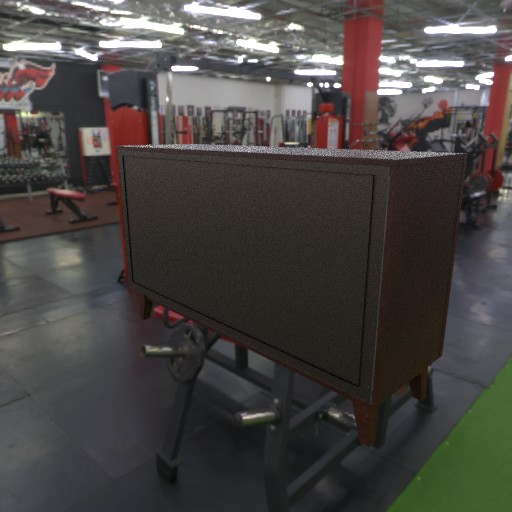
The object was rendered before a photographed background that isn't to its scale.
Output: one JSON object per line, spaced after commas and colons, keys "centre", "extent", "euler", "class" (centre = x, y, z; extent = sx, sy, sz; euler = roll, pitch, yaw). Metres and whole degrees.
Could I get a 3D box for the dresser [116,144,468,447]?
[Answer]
{"centre": [0.000, 0.000, 2.065], "extent": [0.499, 0.971, 1.609], "euler": [-15, 21, -42], "class": "dresser"}
